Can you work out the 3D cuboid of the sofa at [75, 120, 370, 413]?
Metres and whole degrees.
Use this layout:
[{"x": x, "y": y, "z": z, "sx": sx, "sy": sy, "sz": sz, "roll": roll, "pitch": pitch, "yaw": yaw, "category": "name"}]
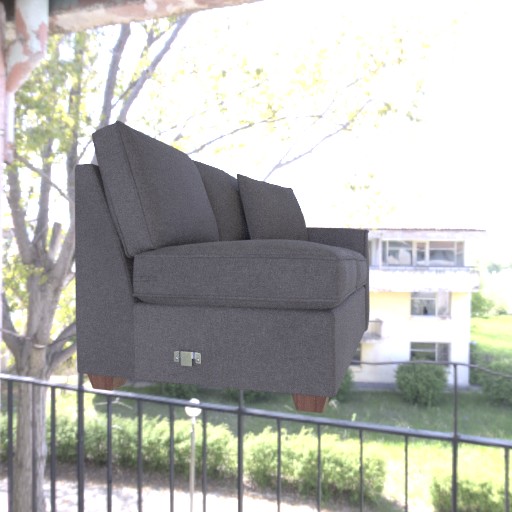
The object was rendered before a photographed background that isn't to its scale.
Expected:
[{"x": 0.000, "y": 0.000, "z": 2.119, "sx": 0.991, "sy": 0.989, "sz": 1.388, "roll": 0, "pitch": 0, "yaw": 18, "category": "sofa"}]
